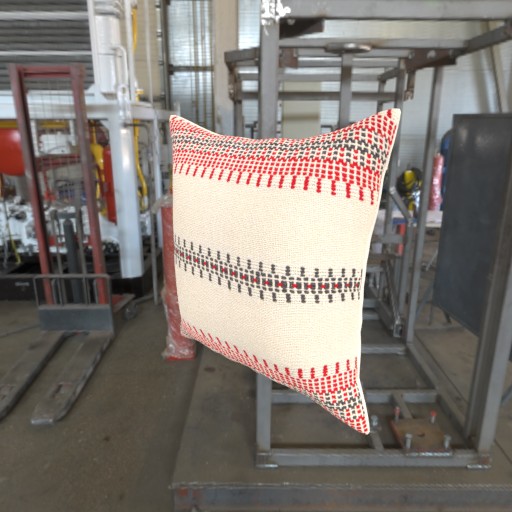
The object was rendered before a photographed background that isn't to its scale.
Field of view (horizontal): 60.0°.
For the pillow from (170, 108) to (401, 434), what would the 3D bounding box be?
[{"bbox_3d":[0.000,0.000,0.734,0.463,0.454,0.160,16,23,43],"label":"pillow"}]
